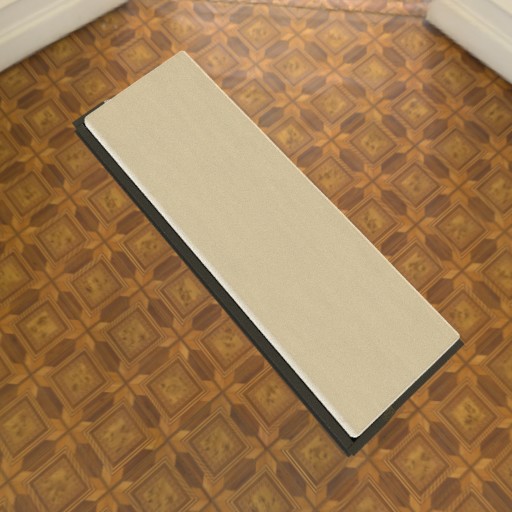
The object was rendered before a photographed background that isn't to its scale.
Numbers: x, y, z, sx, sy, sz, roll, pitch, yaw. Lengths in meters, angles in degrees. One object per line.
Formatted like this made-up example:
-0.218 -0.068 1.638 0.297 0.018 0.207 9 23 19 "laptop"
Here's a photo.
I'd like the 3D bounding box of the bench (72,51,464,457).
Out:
0.000 0.000 1.230 0.345 0.561 0.973 -40 78 -10 "bench"
